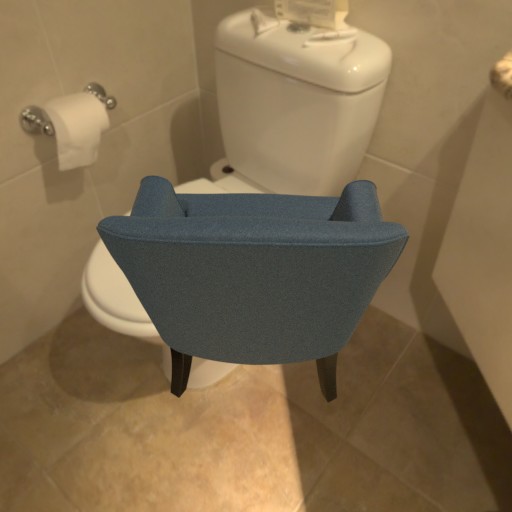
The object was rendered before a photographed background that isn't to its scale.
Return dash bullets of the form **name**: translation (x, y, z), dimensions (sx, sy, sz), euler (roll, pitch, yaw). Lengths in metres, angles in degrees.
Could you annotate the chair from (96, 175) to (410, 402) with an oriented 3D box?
- **chair**: translation (0.000, 0.000, 1.452), dimensions (0.770, 0.878, 0.754), euler (1, 46, 1)
